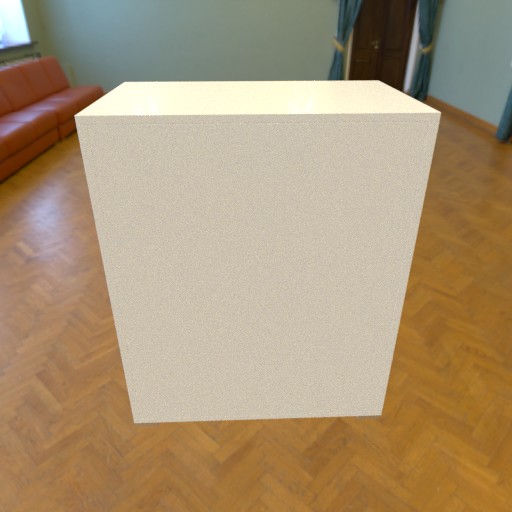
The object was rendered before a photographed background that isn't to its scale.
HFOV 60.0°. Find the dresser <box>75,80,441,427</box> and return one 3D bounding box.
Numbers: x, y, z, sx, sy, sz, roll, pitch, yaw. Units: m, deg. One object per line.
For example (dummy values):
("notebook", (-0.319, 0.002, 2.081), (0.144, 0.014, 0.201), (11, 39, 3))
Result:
("dresser", (0.000, 0.000, 1.154), (0.650, 0.800, 0.400), (-1, 29, -2))
